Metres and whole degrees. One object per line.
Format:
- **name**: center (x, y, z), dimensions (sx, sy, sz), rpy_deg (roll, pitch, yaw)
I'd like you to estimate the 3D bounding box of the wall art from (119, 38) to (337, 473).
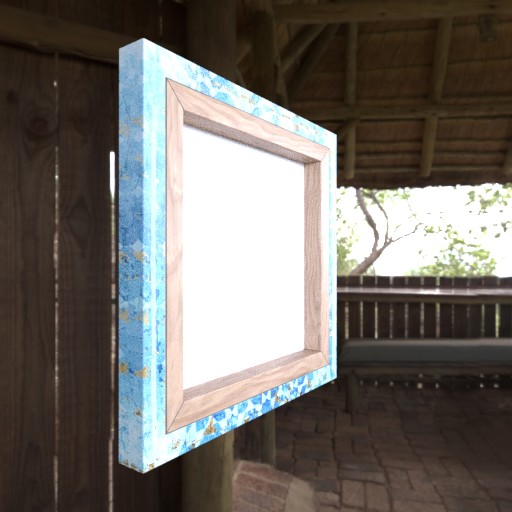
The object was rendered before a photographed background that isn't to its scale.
- **wall art**: center (0.000, 0.000, 0.586), dimensions (0.037, 0.405, 0.405), rpy_deg (0, 0, 36)
